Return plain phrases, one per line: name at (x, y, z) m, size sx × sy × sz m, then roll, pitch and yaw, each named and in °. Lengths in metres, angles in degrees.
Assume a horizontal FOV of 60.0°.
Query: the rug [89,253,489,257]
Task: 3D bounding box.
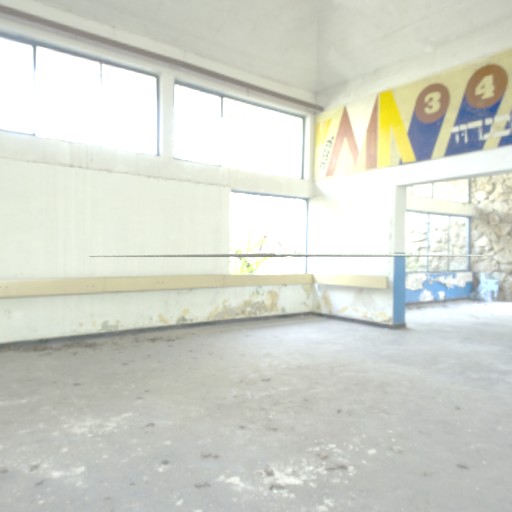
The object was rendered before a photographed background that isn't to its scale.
rug at (0.000, 0.000, 2.914) m, size 1.522 × 0.008 × 2.284 m, roll 0°, pitch 0°, yaw -36°
